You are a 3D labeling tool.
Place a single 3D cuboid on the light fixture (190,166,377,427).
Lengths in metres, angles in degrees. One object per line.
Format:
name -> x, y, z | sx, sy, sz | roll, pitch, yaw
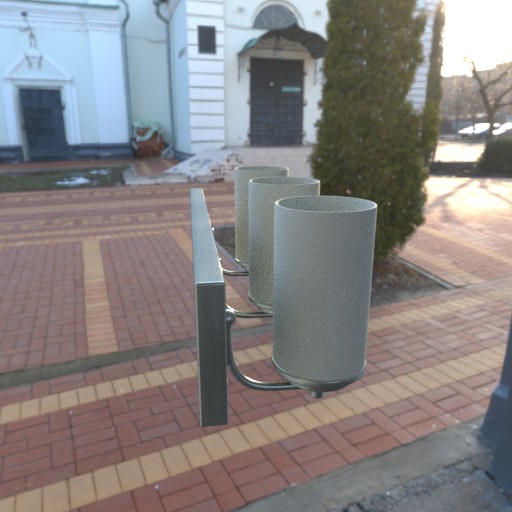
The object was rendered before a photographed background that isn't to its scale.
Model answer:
light fixture -> 0.000, 0.000, 0.513 | 0.145, 0.172, 0.451 | -2, 16, -8
